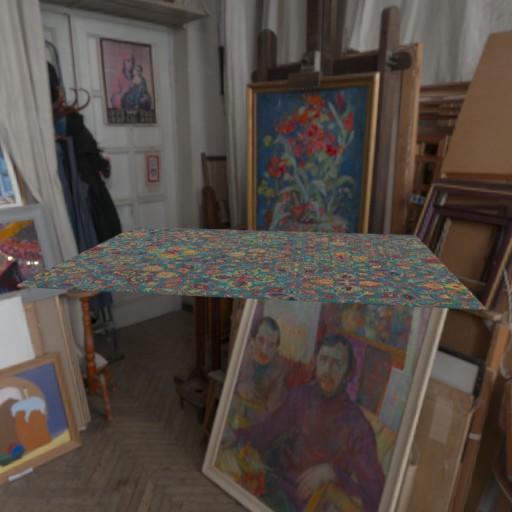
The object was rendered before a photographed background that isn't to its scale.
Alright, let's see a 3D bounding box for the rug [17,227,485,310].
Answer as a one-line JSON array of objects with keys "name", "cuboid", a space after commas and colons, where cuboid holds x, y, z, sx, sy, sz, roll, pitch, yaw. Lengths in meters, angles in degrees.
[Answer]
[{"name": "rug", "cuboid": [0.000, 0.000, 2.293, 1.836, 0.014, 1.216, 2, 15, 8]}]
